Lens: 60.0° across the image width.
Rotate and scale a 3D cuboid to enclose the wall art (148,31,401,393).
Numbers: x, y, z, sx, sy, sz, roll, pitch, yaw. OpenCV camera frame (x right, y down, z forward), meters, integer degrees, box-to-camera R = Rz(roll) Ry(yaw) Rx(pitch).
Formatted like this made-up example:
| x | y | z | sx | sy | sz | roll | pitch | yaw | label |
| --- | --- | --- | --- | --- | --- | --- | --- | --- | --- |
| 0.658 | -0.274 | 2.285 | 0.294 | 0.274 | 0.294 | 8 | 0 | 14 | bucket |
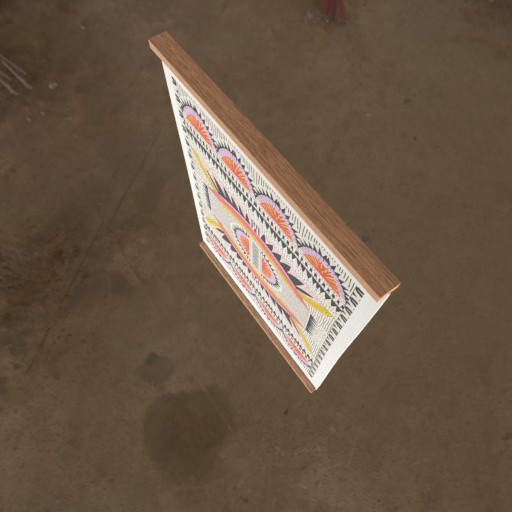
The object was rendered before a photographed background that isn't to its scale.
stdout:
| x | y | z | sx | sy | sz | roll | pitch | yaw | label |
| --- | --- | --- | --- | --- | --- | --- | --- | --- | --- |
| 0.000 | 0.000 | 0.791 | 0.028 | 0.609 | 0.456 | -33 | 69 | -15 | wall art |
